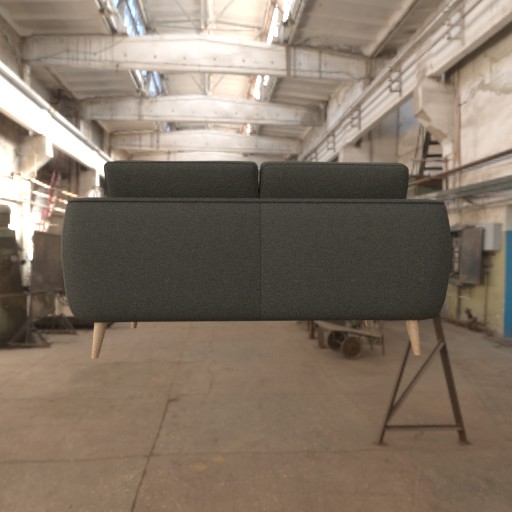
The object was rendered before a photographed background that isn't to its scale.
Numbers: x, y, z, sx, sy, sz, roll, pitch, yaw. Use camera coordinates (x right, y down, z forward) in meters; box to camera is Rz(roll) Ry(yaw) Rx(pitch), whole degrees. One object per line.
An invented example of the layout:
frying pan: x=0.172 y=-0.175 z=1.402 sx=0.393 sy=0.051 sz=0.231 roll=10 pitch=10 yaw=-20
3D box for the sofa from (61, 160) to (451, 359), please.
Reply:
sofa: x=0.000 y=0.000 z=2.271 sx=1.700 sy=0.850 sz=0.920 roll=0 pitch=1 yaw=-3
